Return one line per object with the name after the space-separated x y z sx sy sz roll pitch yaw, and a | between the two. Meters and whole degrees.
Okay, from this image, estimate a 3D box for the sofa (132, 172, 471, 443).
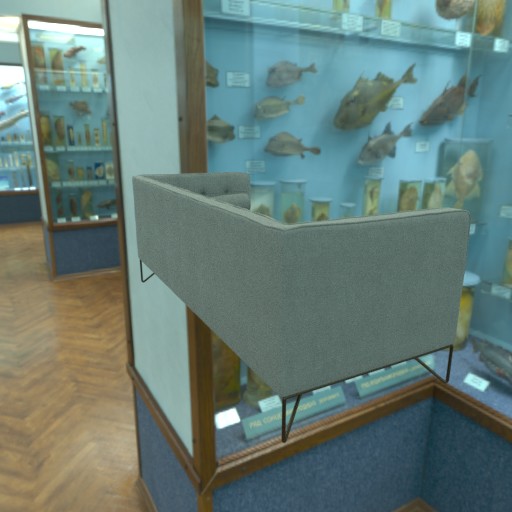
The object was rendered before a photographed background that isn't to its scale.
0.000 0.000 2.554 0.912 0.798 2.079 -8 17 -27 | sofa
